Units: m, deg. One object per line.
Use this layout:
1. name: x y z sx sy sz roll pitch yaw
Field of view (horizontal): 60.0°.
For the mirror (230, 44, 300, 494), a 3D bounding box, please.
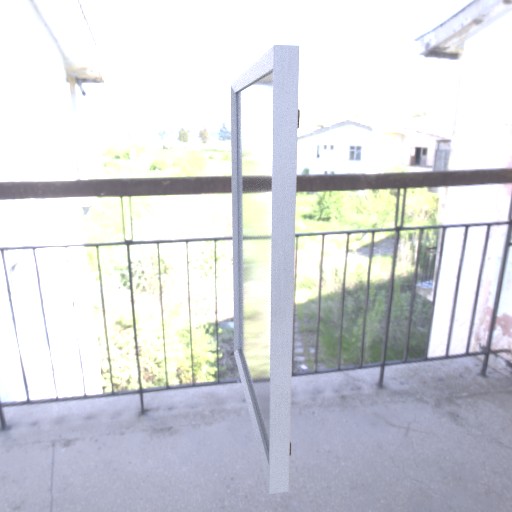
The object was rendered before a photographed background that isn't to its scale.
1. mirror: 0.000 0.000 0.910 0.039 0.710 0.507 -3 16 -9
